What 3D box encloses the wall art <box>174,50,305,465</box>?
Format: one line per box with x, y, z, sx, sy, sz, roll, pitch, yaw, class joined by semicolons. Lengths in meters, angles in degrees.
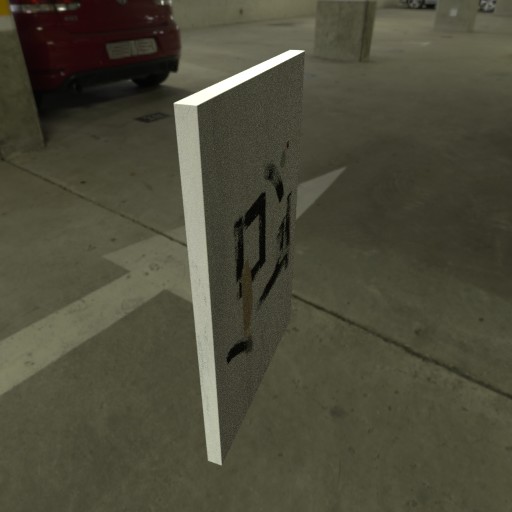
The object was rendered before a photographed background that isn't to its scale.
0.000;0.000;1.165;0.043;0.914;0.624;11;34;17;wall art
